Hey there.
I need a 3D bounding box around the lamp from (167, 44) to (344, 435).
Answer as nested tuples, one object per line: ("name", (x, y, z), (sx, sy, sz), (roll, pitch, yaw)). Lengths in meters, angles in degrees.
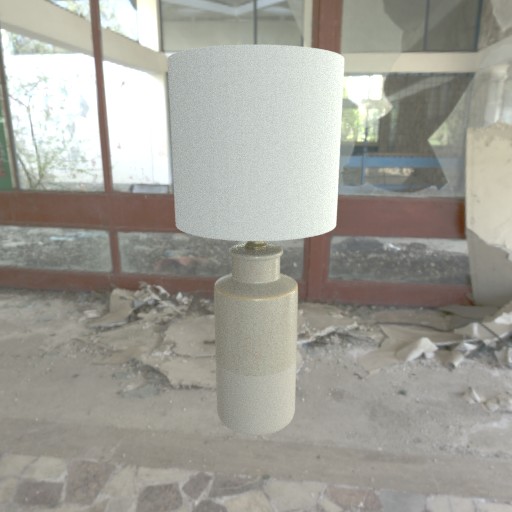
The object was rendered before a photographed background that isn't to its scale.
("lamp", (0.000, 0.000, 0.606), (0.212, 0.493, 0.212), (14, 21, 41))
